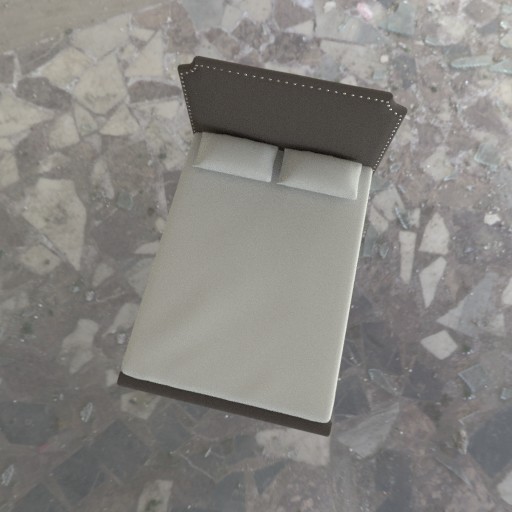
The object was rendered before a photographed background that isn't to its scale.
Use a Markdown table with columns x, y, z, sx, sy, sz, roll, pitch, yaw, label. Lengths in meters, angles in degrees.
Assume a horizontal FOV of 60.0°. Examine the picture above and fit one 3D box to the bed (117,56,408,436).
| x | y | z | sx | sy | sz | roll | pitch | yaw | label |
| --- | --- | --- | --- | --- | --- | --- | --- | --- | --- |
| 0.000 | 0.000 | 3.468 | 1.713 | 1.443 | 2.372 | 12 | 73 | 4 | bed |
